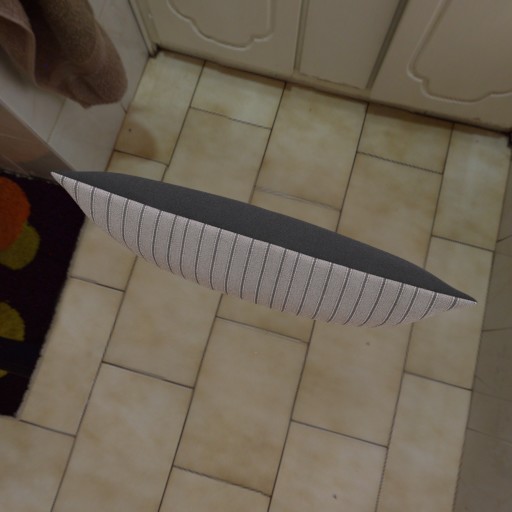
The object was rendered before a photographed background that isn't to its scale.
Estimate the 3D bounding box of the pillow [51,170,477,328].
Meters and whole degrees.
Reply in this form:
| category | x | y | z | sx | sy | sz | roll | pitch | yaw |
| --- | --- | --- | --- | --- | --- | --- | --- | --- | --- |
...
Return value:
| category | x | y | z | sx | sy | sz | roll | pitch | yaw |
| --- | --- | --- | --- | --- | --- | --- | --- | --- | --- |
| pillow | 0.000 | 0.000 | 0.744 | 0.609 | 0.305 | 0.151 | 18 | 78 | 4 |
